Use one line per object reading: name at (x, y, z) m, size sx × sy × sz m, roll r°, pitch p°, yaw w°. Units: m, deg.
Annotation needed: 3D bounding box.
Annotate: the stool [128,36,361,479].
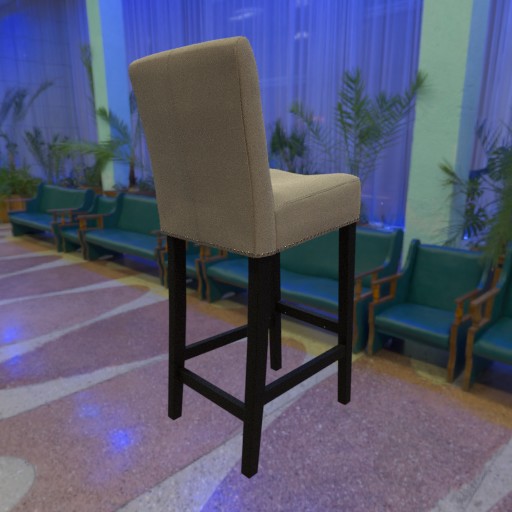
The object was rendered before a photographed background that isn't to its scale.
stool at (0.000, 0.000, 1.283) m, size 0.548 × 1.047 × 0.411 m, roll -14°, pitch 21°, yaw -43°
